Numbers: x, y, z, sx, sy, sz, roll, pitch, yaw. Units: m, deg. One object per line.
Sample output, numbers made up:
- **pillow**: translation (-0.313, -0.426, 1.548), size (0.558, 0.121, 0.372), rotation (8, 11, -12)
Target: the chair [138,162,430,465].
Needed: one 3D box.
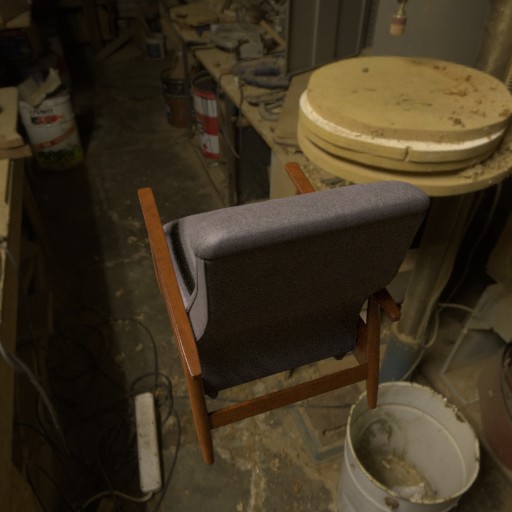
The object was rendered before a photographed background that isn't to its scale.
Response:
- **chair**: translation (0.000, 0.000, 1.754), size (0.762, 1.081, 1.014), rotation (-13, 42, -15)
